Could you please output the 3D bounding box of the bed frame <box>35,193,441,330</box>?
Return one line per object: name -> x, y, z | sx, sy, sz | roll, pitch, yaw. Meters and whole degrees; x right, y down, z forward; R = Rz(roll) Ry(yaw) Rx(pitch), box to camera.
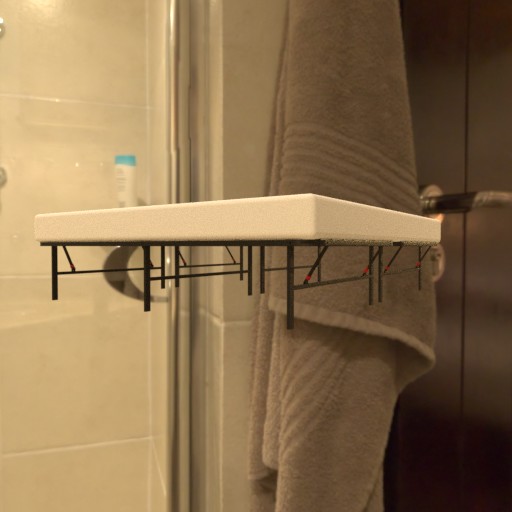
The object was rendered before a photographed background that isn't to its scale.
bed frame -> 0.000, 0.000, 3.013 | 1.935, 0.525, 2.033 | 1, 2, 35
